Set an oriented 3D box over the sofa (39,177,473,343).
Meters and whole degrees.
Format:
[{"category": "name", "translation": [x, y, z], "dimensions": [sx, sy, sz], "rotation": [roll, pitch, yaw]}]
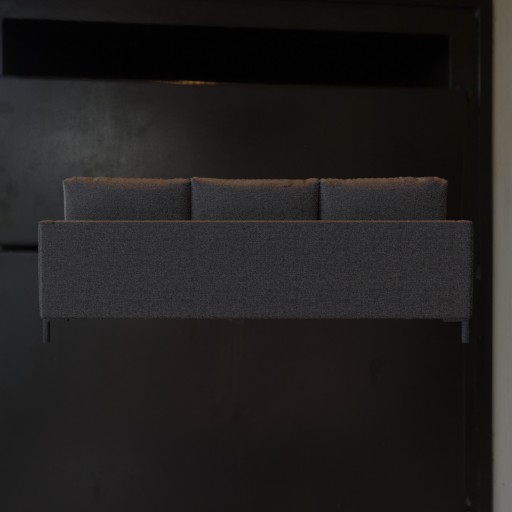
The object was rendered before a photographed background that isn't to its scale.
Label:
[{"category": "sofa", "translation": [0.000, 0.000, 2.688], "dimensions": [2.253, 0.882, 0.876], "rotation": [0, 1, 0]}]
